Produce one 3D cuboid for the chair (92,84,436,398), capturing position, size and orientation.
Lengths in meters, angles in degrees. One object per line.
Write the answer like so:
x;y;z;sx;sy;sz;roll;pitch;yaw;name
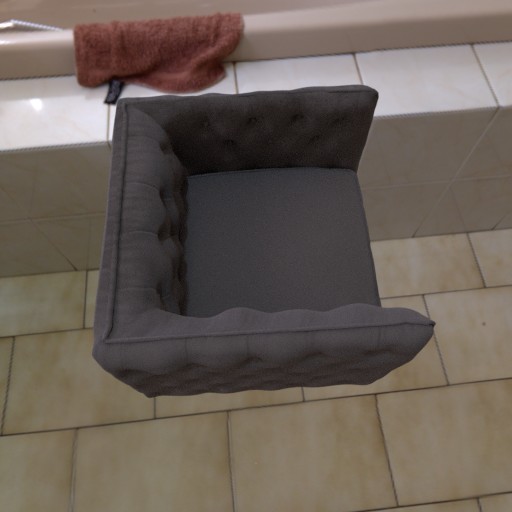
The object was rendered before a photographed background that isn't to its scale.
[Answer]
0.000;0.000;1.650;0.913;0.807;0.946;-3;65;-2;chair
